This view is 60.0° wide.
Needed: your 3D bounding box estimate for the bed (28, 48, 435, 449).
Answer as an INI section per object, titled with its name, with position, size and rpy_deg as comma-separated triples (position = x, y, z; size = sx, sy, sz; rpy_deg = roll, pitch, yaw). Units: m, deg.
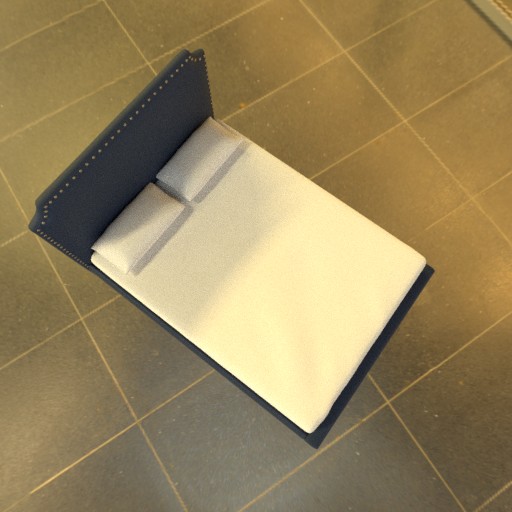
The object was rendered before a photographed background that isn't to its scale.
[bed]
position = 0.000, 0.000, 3.331
size = 2.372, 1.443, 1.712
rpy_deg = 36, 77, 10
